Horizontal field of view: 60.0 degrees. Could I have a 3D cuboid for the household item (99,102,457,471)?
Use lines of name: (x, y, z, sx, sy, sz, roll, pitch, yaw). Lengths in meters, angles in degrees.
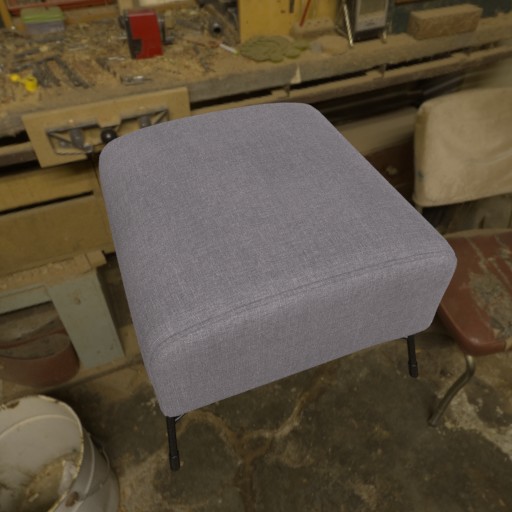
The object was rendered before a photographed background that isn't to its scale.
household item: (0.000, 0.000, 0.884, 0.530, 0.410, 0.530, -16, 48, -15)
